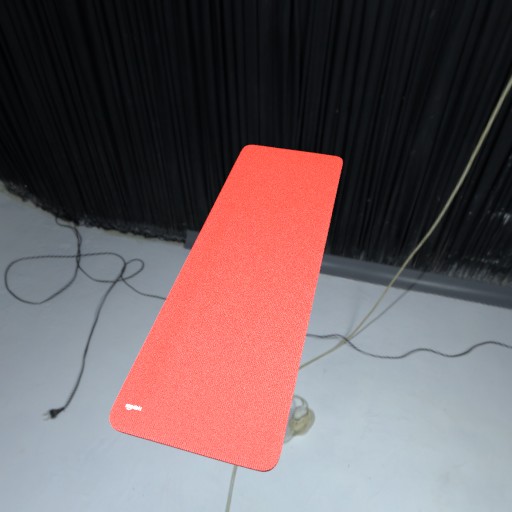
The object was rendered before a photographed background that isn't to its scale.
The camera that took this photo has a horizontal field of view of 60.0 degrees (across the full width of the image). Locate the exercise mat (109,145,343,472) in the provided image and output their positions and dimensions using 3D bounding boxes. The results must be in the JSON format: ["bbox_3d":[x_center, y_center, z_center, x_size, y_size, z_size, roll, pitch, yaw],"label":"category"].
[{"bbox_3d":[0.000,0.000,2.109,0.616,0.021,1.869,11,47,10],"label":"exercise mat"}]
